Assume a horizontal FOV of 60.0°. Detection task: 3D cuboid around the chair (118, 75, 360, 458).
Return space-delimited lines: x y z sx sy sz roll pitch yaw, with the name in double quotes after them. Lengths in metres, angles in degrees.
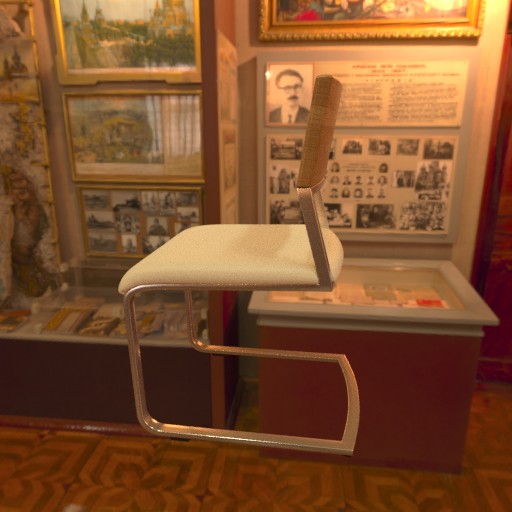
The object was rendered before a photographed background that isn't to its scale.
0.000 0.000 1.180 0.585 0.844 0.467 2 16 8 "chair"
